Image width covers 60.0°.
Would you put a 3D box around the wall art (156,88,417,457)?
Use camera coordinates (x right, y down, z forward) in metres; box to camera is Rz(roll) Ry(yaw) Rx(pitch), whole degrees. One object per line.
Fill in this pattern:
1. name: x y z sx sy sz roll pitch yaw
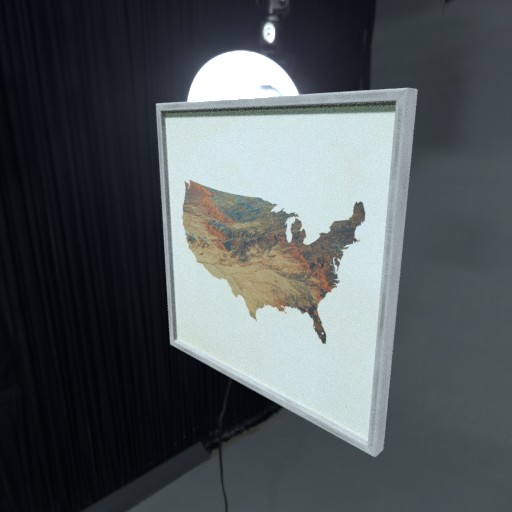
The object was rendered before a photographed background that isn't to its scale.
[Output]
1. wall art: 0.000 0.000 0.450 0.303 0.303 0.015 15 22 42
